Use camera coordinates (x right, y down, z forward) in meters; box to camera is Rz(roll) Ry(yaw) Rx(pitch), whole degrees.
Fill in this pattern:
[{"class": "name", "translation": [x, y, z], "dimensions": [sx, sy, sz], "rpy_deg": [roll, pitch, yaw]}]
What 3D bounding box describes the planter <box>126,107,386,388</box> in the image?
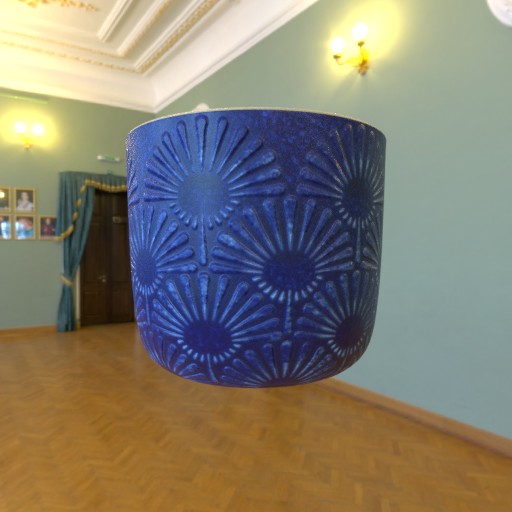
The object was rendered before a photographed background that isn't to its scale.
[{"class": "planter", "translation": [0.000, 0.000, 0.220], "dimensions": [0.124, 0.109, 0.124], "rpy_deg": [0, 1, 0]}]
